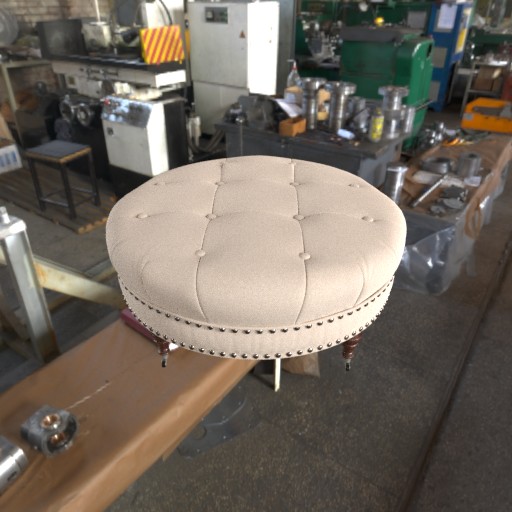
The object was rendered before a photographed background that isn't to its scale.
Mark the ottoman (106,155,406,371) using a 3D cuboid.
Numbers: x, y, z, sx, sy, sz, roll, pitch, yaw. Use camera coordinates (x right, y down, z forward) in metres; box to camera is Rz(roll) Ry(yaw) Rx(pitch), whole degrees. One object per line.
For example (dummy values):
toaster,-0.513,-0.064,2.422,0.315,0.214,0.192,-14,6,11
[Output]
ottoman,0.000,0.000,1.418,0.901,0.439,0.901,0,31,0
